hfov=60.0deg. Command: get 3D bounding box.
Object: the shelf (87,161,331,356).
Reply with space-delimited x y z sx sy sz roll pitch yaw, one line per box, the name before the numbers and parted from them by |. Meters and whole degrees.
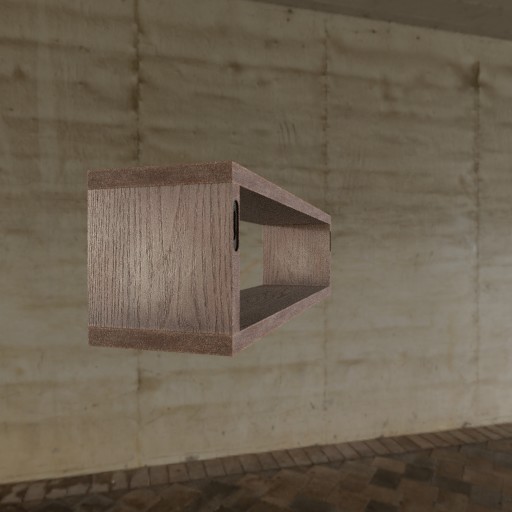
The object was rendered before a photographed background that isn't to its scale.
shelf | 0.000 0.000 0.698 0.150 0.170 0.610 0 0 18
